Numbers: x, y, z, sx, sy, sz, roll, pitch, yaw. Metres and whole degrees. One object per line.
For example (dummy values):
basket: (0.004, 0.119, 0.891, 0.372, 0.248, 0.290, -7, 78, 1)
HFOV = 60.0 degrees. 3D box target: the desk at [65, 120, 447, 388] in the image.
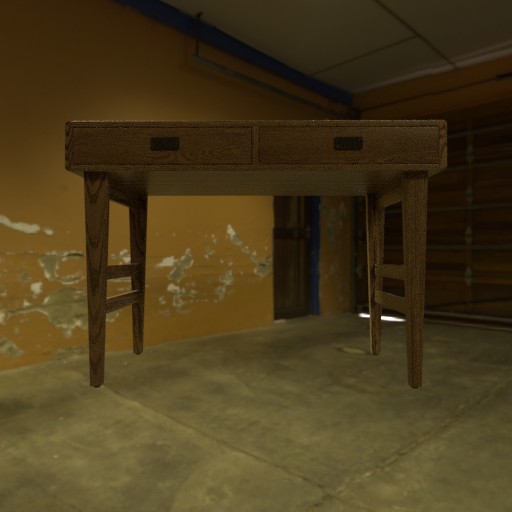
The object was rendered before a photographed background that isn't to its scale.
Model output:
desk: (0.000, 0.000, 1.486, 1.067, 0.755, 0.508, 0, 0, 1)
